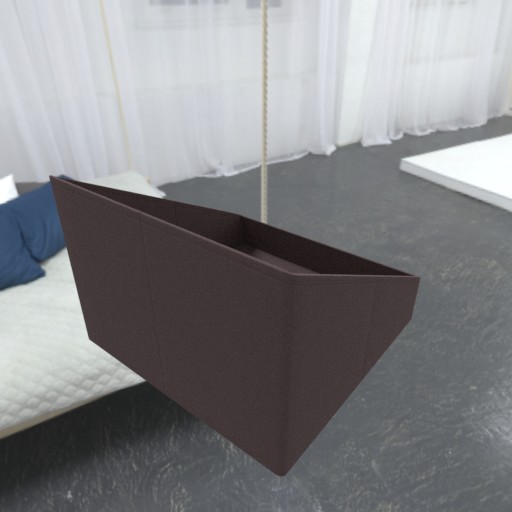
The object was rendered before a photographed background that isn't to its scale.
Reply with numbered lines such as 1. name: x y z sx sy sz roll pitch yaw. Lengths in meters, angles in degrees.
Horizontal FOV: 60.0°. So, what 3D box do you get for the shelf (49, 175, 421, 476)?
1. shelf: 0.000 0.000 0.505 0.292 0.210 0.292 22 37 33
